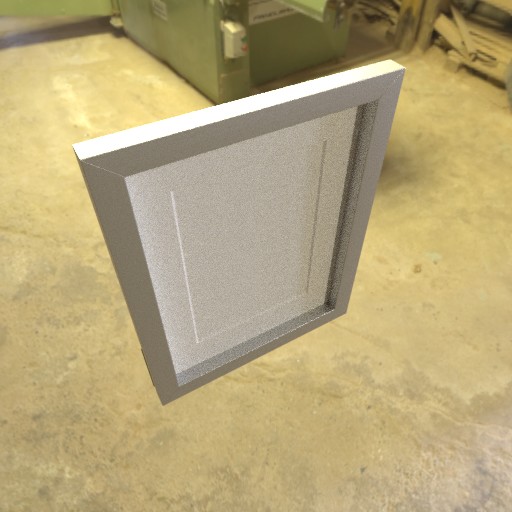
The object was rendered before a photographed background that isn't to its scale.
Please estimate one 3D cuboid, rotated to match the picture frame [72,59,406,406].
[{"bbox_3d":[0.000,0.000,0.516,0.307,0.386,0.036,-22,50,-20],"label":"picture frame"}]
